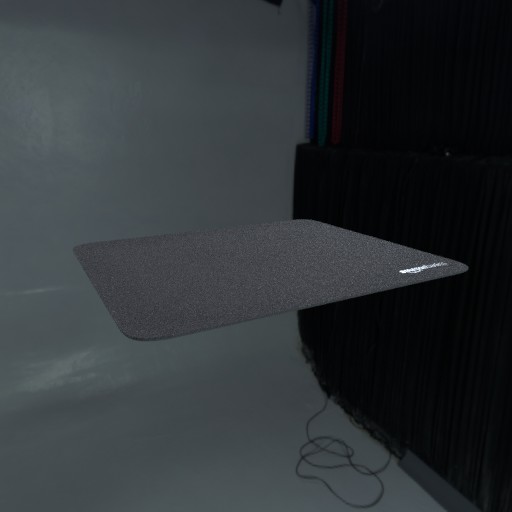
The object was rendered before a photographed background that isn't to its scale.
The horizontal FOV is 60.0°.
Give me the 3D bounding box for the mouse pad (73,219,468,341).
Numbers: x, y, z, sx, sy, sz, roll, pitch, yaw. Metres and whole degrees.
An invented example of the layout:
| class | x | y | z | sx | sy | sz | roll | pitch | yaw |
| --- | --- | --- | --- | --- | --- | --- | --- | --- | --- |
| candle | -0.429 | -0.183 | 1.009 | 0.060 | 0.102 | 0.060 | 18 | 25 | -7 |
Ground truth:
| class | x | y | z | sx | sy | sz | roll | pitch | yaw |
| --- | --- | --- | --- | --- | --- | --- | --- | --- | --- |
| mouse pad | 0.000 | 0.000 | 0.442 | 0.315 | 0.002 | 0.269 | -9 | 18 | -28 |
